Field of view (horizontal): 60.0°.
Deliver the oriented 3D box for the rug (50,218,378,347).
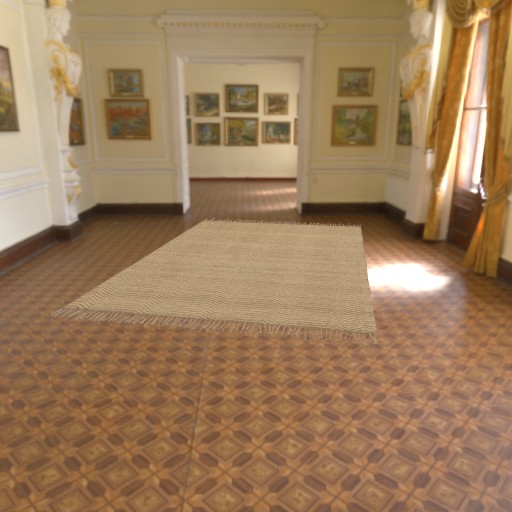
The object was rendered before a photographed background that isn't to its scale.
[{"bbox_3d":[0.000,0.000,2.526,1.224,0.027,2.021,3,16,11],"label":"rug"}]
